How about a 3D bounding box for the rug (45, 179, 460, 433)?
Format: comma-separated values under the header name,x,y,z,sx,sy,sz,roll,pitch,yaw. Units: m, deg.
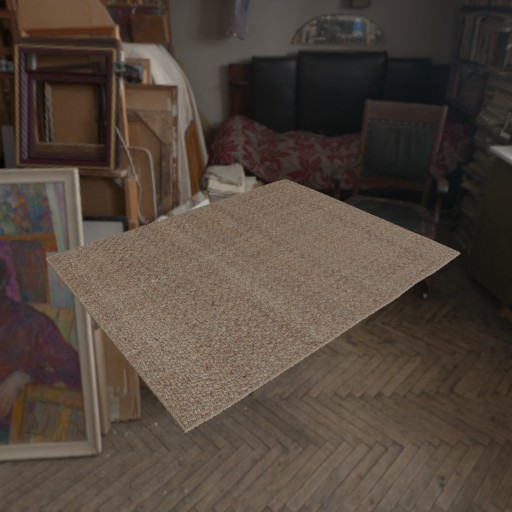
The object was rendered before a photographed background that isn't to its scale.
name,x,y,z,sx,sy,sz,roll,pitch,yaw
rug,0.000,0.000,4.099,3.048,0.013,2.439,-24,39,-33
